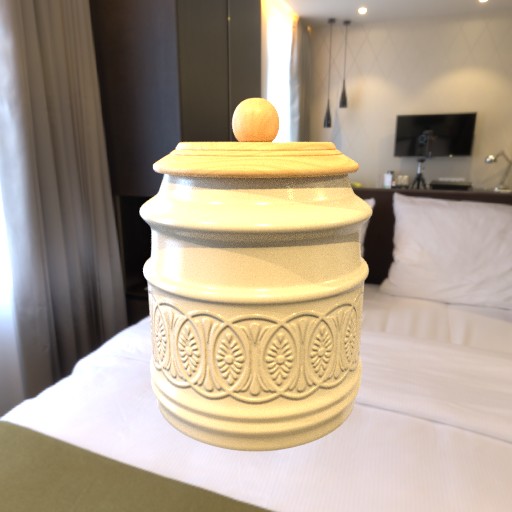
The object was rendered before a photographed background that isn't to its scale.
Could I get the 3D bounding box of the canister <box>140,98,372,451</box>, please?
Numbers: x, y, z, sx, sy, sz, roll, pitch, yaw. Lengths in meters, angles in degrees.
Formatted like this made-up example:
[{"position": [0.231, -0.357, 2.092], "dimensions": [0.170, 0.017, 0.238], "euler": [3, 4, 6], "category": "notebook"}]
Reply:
[{"position": [0.000, 0.000, 0.262], "dimensions": [0.130, 0.176, 0.130], "euler": [0, 15, 0], "category": "canister"}]
